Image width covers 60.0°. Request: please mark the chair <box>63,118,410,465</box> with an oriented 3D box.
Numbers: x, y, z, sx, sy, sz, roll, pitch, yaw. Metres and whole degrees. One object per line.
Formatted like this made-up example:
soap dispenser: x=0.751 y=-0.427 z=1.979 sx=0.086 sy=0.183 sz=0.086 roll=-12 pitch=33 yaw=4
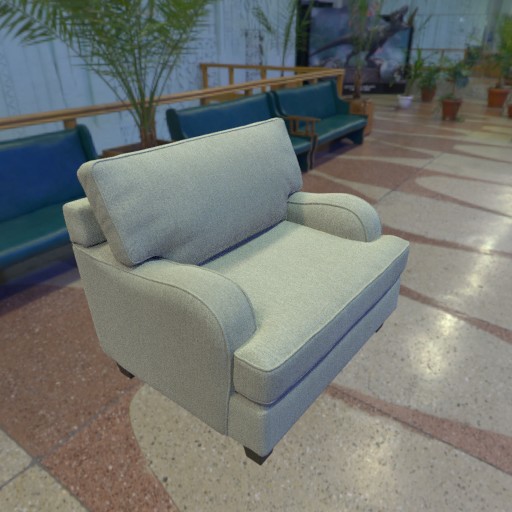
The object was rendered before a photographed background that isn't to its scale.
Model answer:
chair: x=0.000 y=0.000 z=2.016 sx=1.041 sy=1.016 sz=1.220 roll=19 pitch=32 yaw=33
